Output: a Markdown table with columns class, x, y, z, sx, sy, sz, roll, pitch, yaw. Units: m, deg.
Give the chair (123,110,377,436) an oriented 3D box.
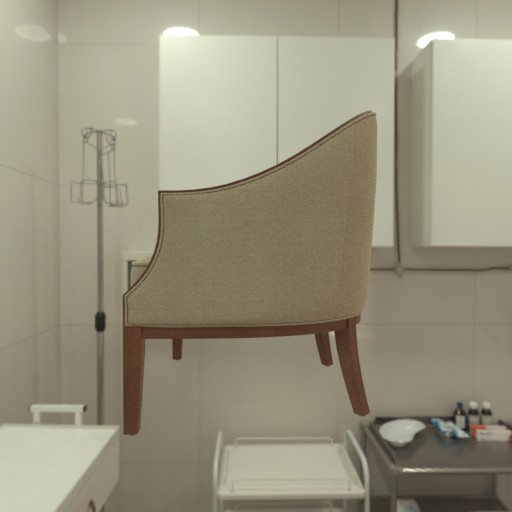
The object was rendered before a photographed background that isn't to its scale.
| class | x | y | z | sx | sy | sz | roll | pitch | yaw |
| --- | --- | --- | --- | --- | --- | --- | --- | --- | --- |
| chair | 0.000 | 0.000 | 1.474 | 0.735 | 0.876 | 0.803 | 0 | 1 | -1 |
